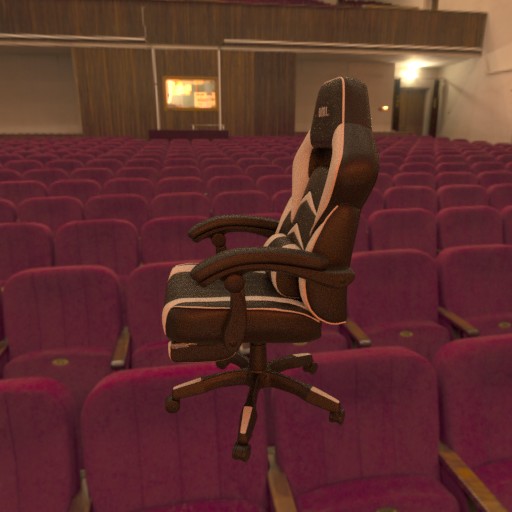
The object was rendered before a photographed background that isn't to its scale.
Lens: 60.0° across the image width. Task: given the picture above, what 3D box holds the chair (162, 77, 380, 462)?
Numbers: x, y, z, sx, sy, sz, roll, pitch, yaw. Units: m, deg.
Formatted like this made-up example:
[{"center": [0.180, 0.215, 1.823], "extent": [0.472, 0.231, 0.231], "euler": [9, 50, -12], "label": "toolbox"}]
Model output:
[{"center": [0.000, 0.000, 1.594], "extent": [0.700, 1.200, 0.676], "euler": [-2, 15, -9], "label": "chair"}]
